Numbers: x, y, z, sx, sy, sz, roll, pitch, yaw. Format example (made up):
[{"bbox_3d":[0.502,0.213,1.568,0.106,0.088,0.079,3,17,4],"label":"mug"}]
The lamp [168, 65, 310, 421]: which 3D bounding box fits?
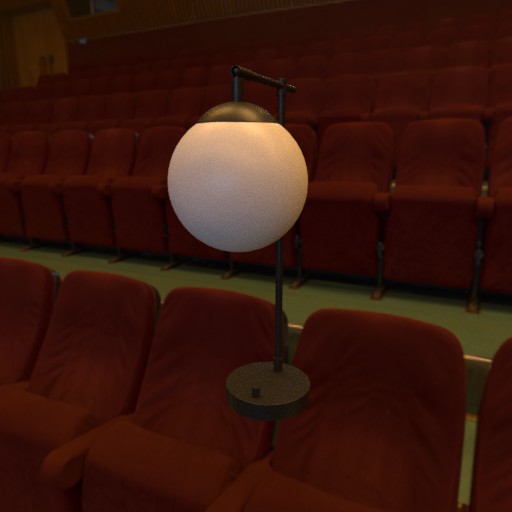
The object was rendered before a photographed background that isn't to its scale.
[{"bbox_3d":[0.000,0.000,0.711,0.197,0.559,0.316,6,15,24],"label":"lamp"}]
